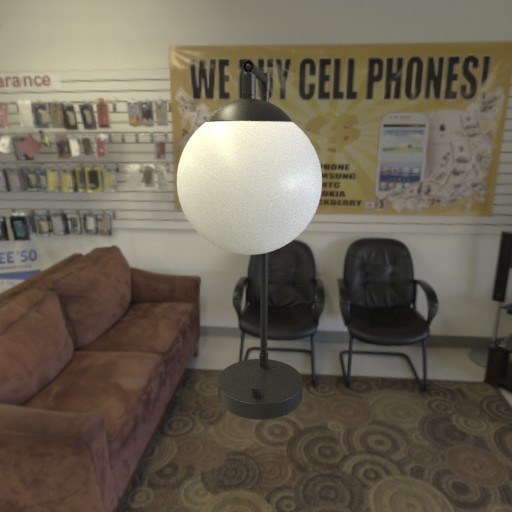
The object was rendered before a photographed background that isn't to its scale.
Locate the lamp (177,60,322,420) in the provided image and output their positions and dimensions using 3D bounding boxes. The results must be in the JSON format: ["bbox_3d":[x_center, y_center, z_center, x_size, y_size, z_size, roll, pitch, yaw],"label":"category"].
[{"bbox_3d":[0.000,0.000,0.697,0.197,0.559,0.316,2,16,8],"label":"lamp"}]
